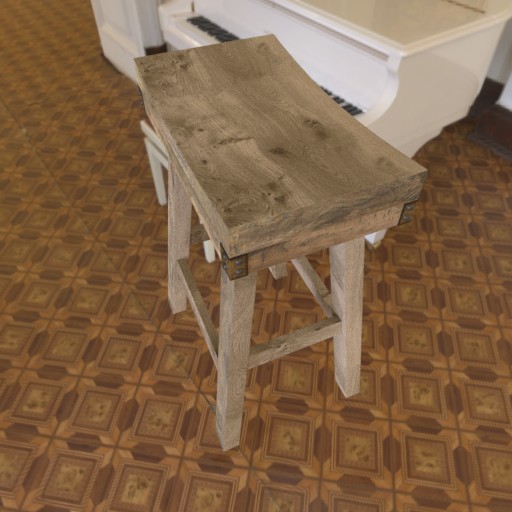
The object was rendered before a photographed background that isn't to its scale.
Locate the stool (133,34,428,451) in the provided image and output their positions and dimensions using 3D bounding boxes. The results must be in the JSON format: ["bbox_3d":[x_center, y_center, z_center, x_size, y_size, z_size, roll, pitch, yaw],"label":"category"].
[{"bbox_3d":[0.000,0.000,0.862,0.330,0.635,0.450,-18,50,-15],"label":"stool"}]
